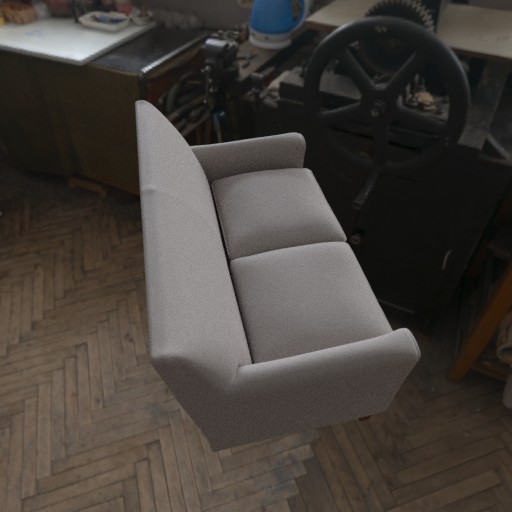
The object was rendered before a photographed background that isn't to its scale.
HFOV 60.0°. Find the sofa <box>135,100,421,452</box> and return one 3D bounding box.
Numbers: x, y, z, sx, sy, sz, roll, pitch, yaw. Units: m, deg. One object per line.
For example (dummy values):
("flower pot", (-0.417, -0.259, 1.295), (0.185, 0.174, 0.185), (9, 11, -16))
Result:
("sofa", (0.000, 0.000, 2.031), (0.888, 0.890, 1.482), (-9, 46, -9))
